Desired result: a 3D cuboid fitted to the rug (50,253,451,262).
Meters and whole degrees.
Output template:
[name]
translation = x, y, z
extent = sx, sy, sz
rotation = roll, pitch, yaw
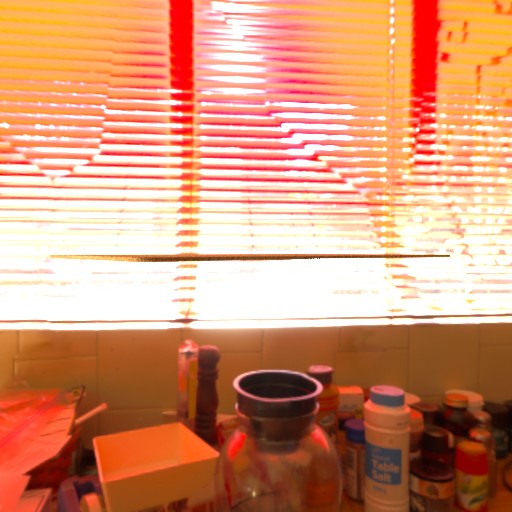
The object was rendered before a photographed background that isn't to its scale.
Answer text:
[rug]
translation = 0.000, 0.000, 3.548
extent = 2.700, 0.024, 1.801
rotation = -1, 1, -37
